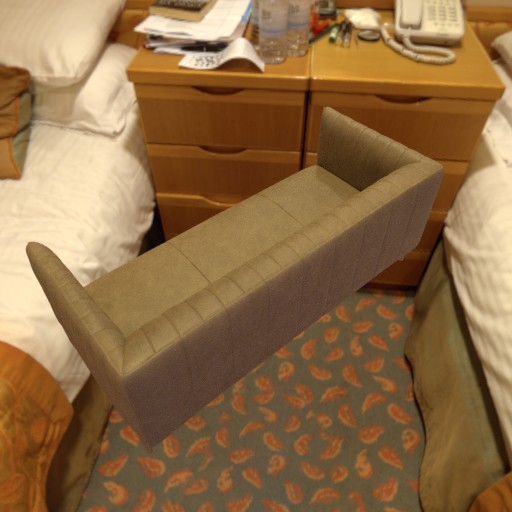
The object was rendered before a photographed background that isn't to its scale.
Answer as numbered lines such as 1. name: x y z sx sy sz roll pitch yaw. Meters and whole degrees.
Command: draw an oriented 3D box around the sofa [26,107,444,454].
1. sofa: 0.000 0.000 2.388 1.980 0.779 0.876 -32 54 -27
